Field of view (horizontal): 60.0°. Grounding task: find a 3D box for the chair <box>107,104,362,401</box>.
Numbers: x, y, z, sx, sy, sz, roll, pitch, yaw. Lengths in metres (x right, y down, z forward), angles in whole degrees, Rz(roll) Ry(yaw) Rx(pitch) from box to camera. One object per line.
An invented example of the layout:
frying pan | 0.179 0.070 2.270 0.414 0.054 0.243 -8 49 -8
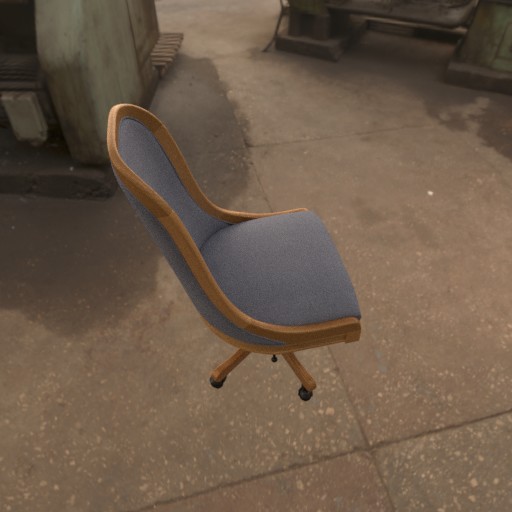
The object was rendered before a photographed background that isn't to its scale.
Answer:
chair | 0.000 0.000 1.484 0.735 1.031 0.605 -8 46 -8
